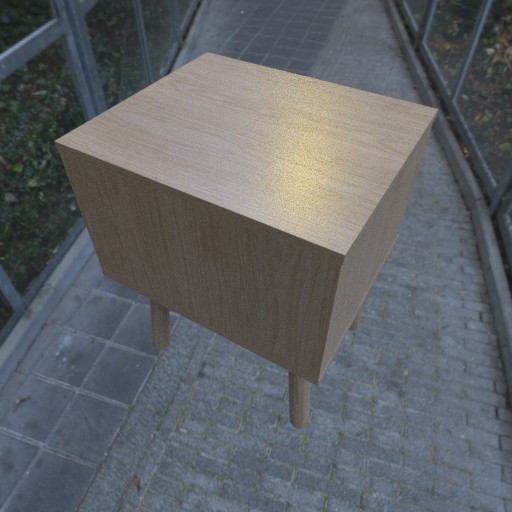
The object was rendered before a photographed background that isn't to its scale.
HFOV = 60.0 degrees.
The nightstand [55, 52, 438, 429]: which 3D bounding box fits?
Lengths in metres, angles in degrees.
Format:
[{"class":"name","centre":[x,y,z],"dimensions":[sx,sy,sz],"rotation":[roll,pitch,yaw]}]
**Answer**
[{"class":"nightstand","centre":[0.000,0.000,0.876],"dimensions":[0.450,0.571,0.380],"rotation":[23,50,21]}]
